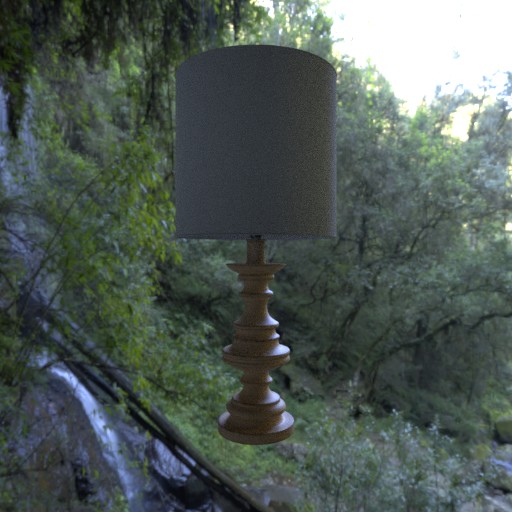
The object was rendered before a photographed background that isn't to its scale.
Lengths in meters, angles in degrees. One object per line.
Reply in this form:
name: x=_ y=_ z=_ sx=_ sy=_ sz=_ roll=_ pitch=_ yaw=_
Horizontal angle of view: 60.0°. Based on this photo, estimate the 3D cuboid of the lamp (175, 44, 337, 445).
lamp: x=0.000 y=0.000 z=0.581 sx=0.208 sy=0.455 sz=0.208 roll=0 pitch=1 yaw=-34
